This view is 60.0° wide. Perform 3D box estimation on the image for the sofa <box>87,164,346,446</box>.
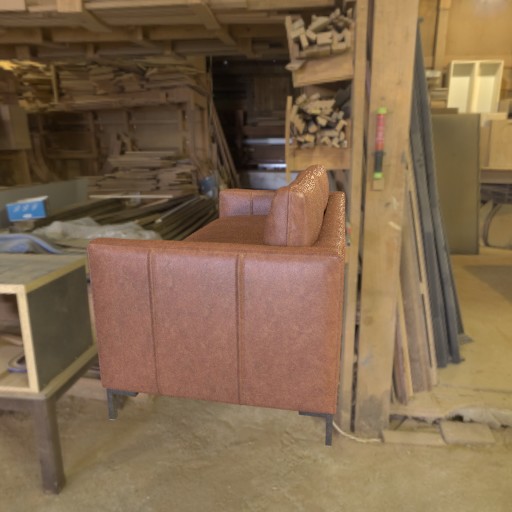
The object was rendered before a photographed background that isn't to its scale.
[{"bbox_3d":[0.000,0.000,2.305,0.899,0.883,1.797,3,15,10],"label":"sofa"}]
